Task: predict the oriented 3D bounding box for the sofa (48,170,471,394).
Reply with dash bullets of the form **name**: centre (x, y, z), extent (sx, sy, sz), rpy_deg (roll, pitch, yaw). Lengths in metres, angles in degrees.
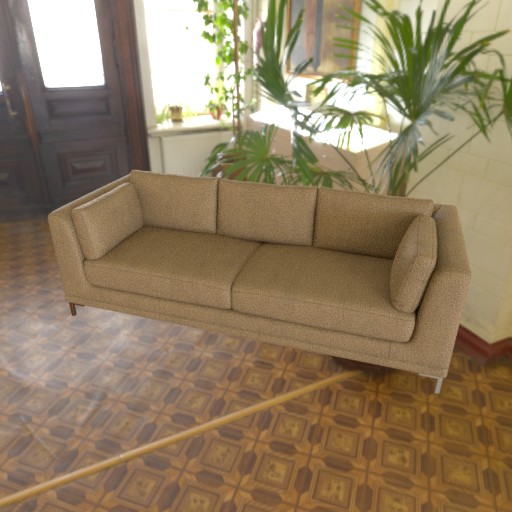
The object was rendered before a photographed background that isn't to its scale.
- **sofa**: centre (0.000, 0.000, 2.920), extent (2.415, 0.867, 0.969), rpy_deg (8, 28, 16)
